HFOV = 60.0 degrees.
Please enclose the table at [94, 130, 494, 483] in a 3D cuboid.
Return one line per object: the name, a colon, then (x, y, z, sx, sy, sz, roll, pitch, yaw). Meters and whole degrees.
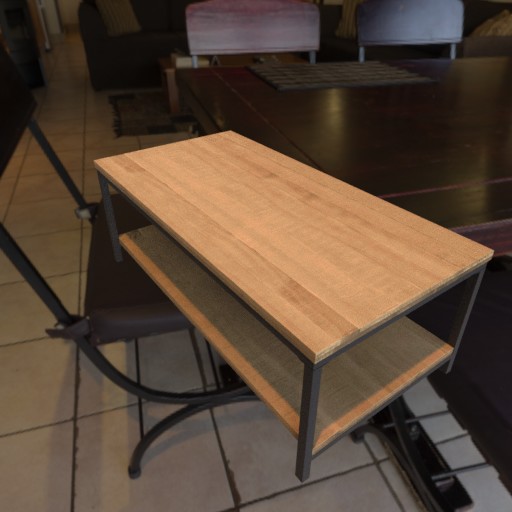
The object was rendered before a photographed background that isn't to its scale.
table: (0.000, 0.000, 1.362, 0.551, 0.399, 1.100, -22, 39, -30)
